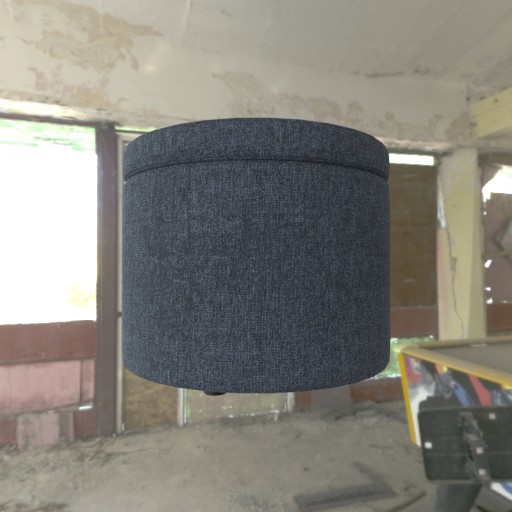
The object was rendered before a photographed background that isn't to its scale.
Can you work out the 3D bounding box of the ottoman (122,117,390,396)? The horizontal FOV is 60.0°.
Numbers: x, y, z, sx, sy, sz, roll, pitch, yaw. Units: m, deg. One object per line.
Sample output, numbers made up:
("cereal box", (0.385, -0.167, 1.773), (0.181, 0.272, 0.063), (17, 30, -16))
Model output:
("ottoman", (0.000, 0.000, 0.864), (0.500, 0.419, 0.500), (0, -1, 0))
